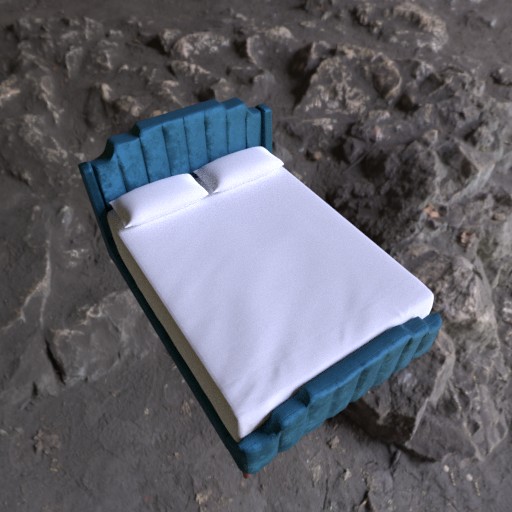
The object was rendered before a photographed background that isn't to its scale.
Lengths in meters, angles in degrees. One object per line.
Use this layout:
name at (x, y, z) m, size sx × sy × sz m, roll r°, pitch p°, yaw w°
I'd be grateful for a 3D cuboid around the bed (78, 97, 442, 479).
bed at (0.000, 0.000, 3.301) m, size 1.678 × 1.338 × 2.322 m, roll -26°, pitch 52°, yaw -22°
